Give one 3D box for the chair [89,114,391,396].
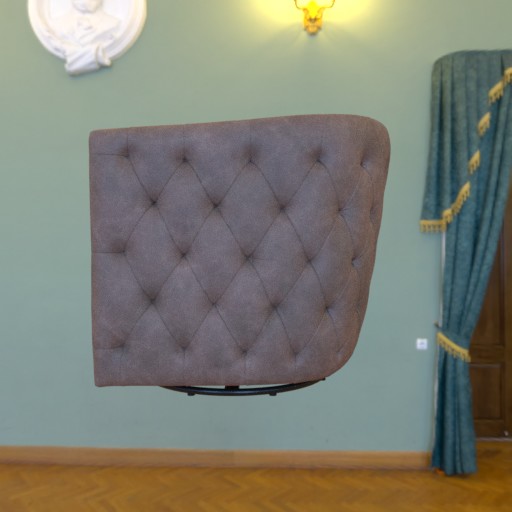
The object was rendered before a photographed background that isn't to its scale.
[{"bbox_3d":[0.000,0.000,1.530,0.870,0.790,0.850,0,-1,0],"label":"chair"}]
